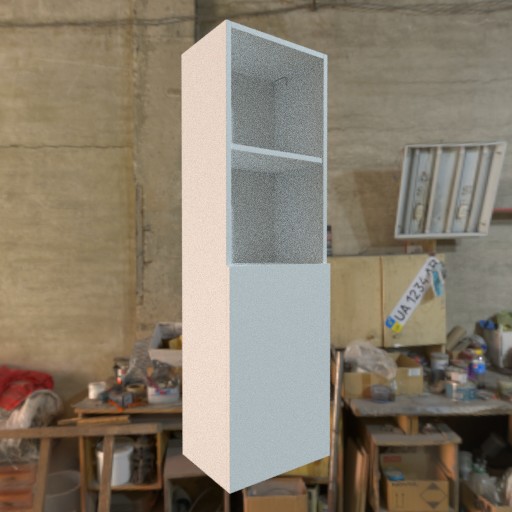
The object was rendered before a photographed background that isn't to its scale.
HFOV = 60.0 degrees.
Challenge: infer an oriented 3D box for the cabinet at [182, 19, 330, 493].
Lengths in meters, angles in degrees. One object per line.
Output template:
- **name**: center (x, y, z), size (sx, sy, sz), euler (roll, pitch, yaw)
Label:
- **cabinet**: center (0.000, 0.000, 1.493), size (0.400, 1.350, 0.300), euler (-1, 1, -36)
